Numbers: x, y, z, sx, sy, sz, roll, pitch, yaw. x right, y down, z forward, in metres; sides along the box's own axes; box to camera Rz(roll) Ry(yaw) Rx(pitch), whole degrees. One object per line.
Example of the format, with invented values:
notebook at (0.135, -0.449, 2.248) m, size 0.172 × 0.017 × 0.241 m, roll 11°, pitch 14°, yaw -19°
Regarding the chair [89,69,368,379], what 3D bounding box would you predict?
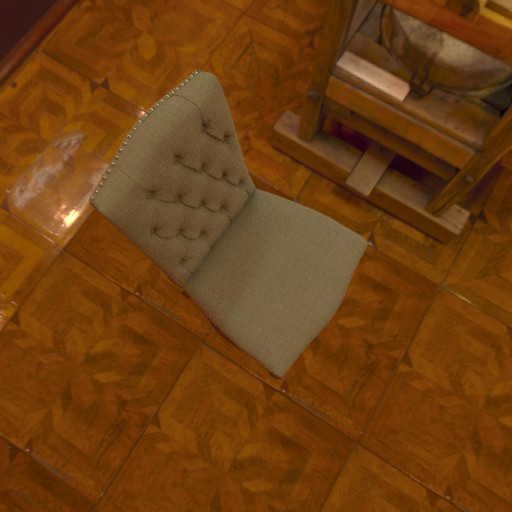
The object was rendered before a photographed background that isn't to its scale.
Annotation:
chair at (0.000, 0.000, 1.636) m, size 0.731 × 1.191 × 0.637 m, roll 34°, pitch 78°, yaw 8°
